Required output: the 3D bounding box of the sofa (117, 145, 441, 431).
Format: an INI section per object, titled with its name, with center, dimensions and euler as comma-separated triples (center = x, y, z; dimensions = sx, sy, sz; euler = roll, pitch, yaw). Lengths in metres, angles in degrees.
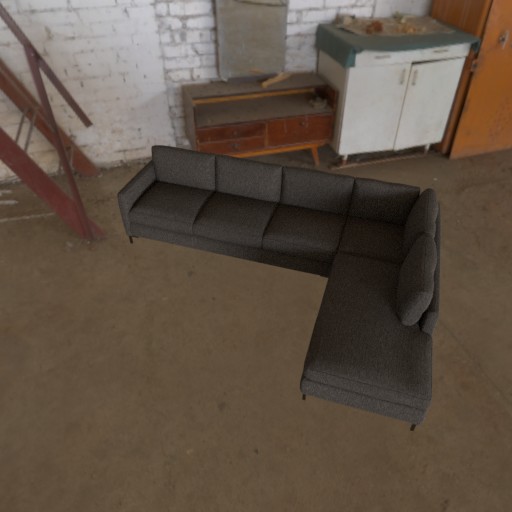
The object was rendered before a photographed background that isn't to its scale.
[sofa]
center = 0.000, 0.000, 3.779
dimensions = 2.949, 0.815, 2.007
euler = 12, 42, 14
